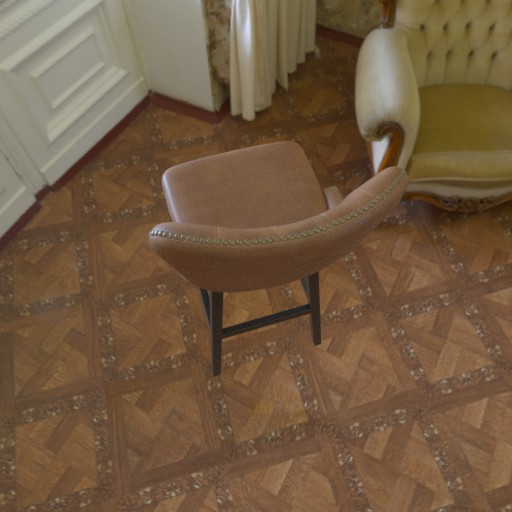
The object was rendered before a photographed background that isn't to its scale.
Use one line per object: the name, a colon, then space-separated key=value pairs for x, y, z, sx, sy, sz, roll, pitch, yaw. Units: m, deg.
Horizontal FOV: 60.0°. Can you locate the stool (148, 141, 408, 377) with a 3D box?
stool: x=0.000 y=0.000 z=1.350 sx=0.528 sy=1.050 sz=0.601 roll=-15 pitch=60 yaw=-9
